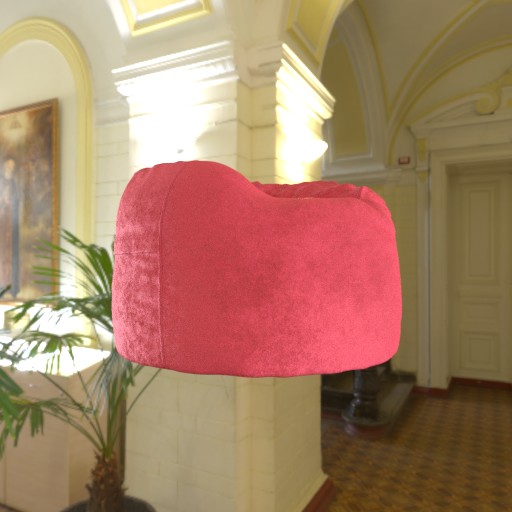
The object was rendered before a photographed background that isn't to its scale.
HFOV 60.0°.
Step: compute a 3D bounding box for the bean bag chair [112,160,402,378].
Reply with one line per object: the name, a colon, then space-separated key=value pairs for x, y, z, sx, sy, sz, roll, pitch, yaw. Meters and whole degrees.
bean bag chair: x=0.000 y=0.000 z=1.951 sx=1.218 sy=0.788 sz=1.218 roll=0 pitch=-1 yaw=0
